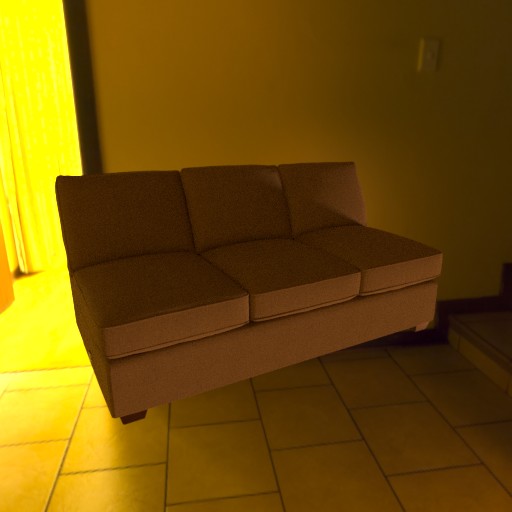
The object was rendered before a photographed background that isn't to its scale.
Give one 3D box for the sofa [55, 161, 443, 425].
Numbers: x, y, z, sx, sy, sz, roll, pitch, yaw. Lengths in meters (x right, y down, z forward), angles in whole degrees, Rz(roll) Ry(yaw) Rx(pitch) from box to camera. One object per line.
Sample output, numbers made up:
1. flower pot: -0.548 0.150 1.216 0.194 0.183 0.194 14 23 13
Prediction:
1. sofa: 0.000 0.000 2.710 2.092 1.036 1.127 -10 20 -28
